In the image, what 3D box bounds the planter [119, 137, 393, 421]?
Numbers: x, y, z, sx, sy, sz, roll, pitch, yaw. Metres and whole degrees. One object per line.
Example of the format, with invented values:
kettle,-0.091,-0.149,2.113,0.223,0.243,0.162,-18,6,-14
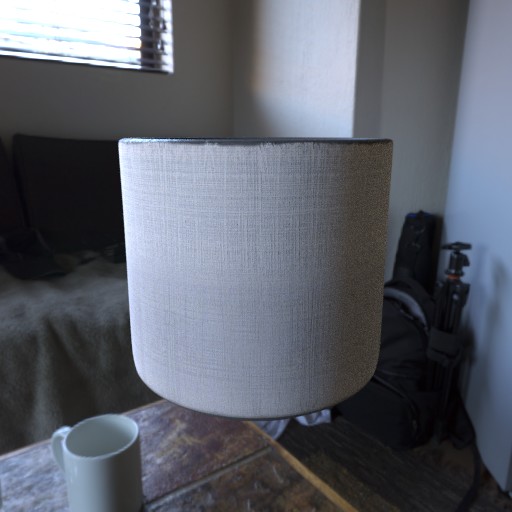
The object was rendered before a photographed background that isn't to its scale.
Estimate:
planter,0.000,0.000,0.390,0.221,0.201,0.221,0,15,0
